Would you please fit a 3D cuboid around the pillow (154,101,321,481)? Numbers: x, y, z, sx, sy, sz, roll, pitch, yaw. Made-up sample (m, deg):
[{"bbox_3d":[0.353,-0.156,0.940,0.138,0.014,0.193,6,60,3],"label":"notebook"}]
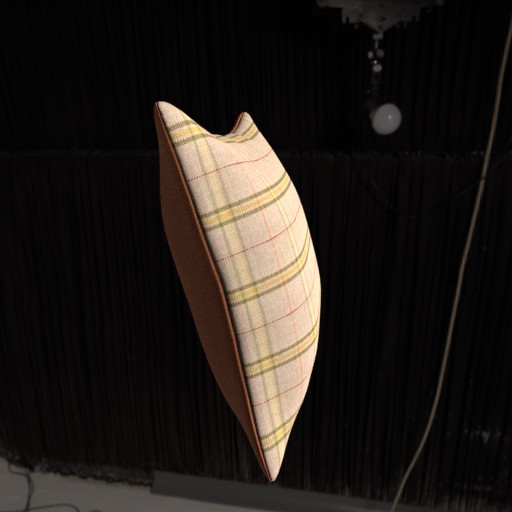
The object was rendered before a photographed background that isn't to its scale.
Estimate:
[{"bbox_3d":[0.000,0.000,0.677,0.200,0.430,0.453,3,17,9],"label":"pillow"}]
